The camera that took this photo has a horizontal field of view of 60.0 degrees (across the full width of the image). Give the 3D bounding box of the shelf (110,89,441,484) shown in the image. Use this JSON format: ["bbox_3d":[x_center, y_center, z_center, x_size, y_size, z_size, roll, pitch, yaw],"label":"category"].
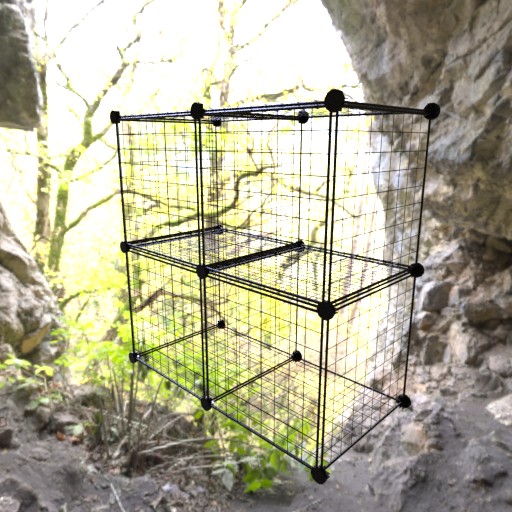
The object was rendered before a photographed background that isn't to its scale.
[{"bbox_3d":[0.000,0.000,1.113,0.711,0.711,0.356,14,20,43],"label":"shelf"}]
